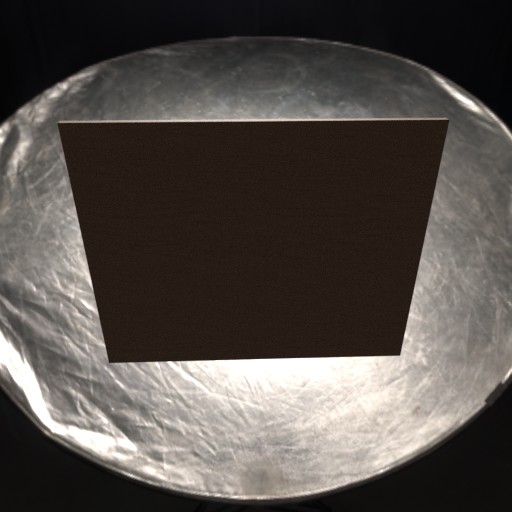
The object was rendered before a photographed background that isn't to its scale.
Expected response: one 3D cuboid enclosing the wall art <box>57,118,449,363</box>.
[{"bbox_3d":[0.000,0.000,0.678,0.508,0.406,0.013,-1,29,-2],"label":"wall art"}]
